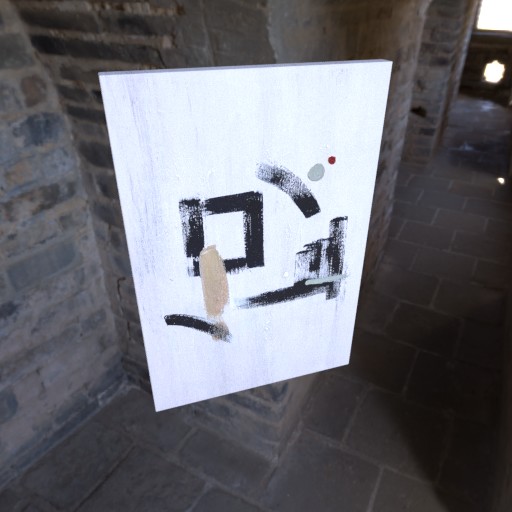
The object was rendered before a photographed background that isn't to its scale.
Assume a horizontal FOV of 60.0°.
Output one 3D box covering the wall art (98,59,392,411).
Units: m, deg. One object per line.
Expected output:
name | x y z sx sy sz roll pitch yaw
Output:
wall art | 0.000 0.000 1.152 0.624 0.914 0.043 -9 32 -15
